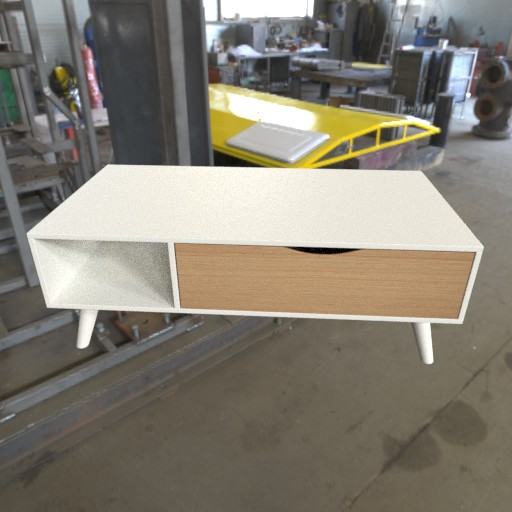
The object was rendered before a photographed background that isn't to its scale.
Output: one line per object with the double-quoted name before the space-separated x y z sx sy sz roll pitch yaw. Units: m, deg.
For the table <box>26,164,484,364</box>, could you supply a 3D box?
"table" 0.000 0.000 1.523 1.194 0.432 0.609 2 29 3
